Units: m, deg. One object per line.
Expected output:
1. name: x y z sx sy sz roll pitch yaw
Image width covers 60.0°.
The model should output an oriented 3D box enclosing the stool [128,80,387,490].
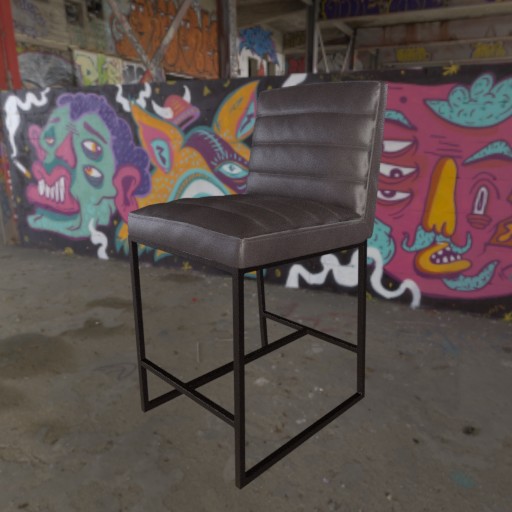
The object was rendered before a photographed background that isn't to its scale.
1. stool: 0.000 0.000 1.243 0.562 0.946 0.463 -15 21 -43
